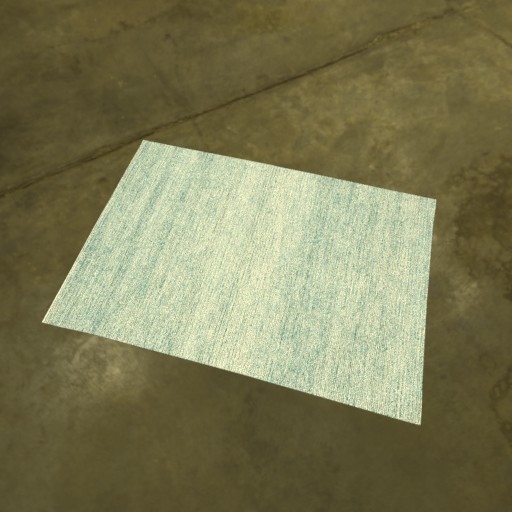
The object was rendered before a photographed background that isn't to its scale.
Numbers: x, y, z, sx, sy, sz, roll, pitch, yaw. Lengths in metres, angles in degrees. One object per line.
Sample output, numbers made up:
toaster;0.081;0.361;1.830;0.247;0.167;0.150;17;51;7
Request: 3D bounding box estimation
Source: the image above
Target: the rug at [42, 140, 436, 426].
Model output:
rug;0.000;0.000;2.971;2.306;0.030;1.613;13;60;8
